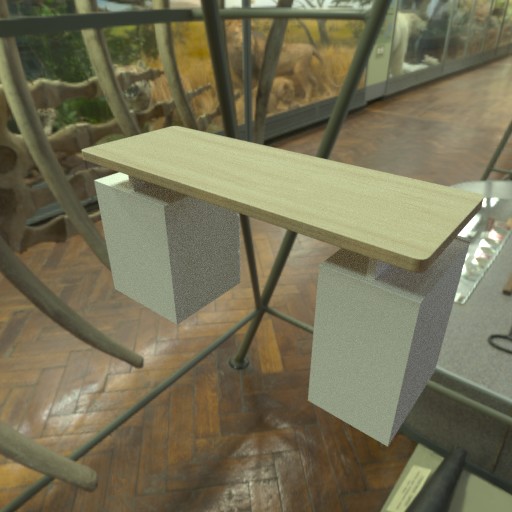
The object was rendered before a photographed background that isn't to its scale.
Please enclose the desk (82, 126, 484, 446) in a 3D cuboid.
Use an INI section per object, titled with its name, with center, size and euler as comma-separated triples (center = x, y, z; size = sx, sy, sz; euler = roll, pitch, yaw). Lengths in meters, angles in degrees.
[desk]
center = 0.000, 0.000, 1.864
size = 1.500, 0.755, 0.550
euler = 22, 36, 33
